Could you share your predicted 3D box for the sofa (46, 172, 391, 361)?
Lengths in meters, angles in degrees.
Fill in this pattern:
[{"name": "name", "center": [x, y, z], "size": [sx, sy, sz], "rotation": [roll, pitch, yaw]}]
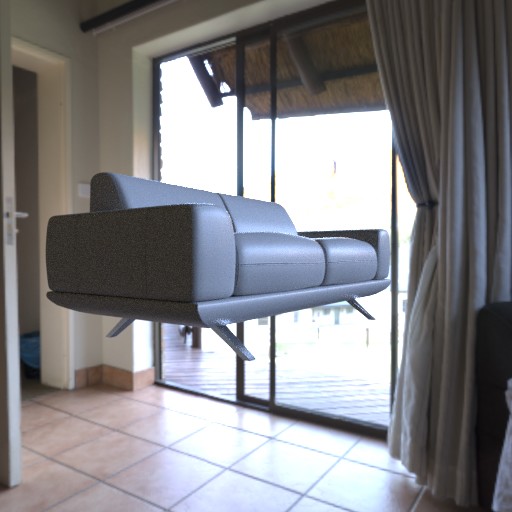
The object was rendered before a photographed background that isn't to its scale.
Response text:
[{"name": "sofa", "center": [0.000, 0.000, 2.407], "size": [0.900, 0.772, 1.901], "rotation": [0, 0, 35]}]
